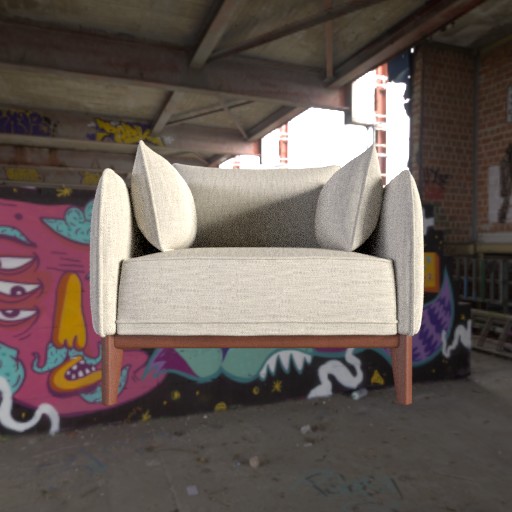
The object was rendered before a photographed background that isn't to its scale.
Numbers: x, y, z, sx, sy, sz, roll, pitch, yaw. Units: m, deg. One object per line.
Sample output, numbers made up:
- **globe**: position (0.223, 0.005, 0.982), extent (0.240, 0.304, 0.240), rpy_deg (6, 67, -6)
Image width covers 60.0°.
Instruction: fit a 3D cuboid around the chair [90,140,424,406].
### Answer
- **chair**: position (0.000, 0.000, 1.711), extent (0.994, 0.855, 0.991), rpy_deg (0, 1, 0)
